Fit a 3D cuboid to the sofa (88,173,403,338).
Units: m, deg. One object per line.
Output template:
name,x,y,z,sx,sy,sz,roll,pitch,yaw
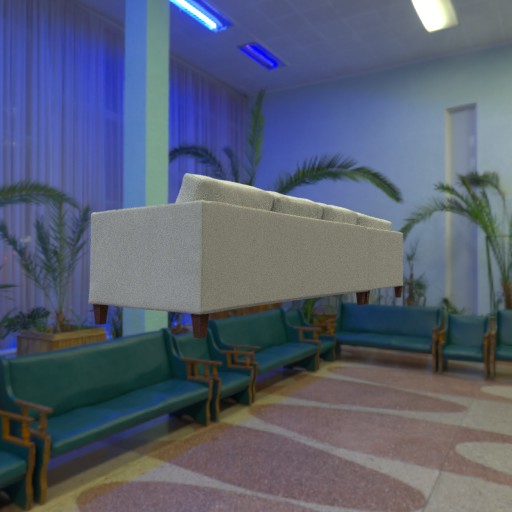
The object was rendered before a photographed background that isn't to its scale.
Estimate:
sofa,0.000,0.000,3.917,1.625,0.861,3.186,-1,-1,36
